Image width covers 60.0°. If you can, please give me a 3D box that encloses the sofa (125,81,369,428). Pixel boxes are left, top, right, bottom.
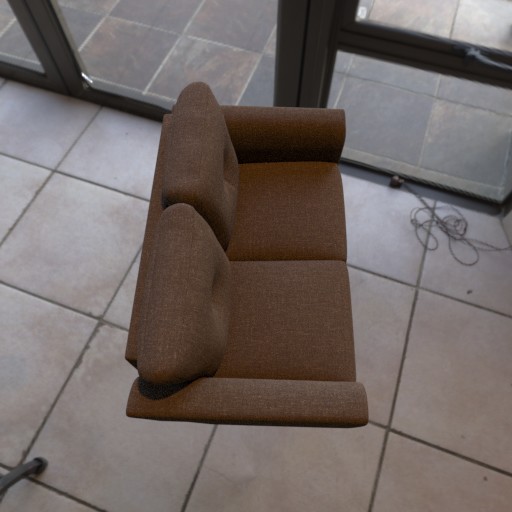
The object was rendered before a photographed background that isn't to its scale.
[{"bbox_3d":[0.000,0.000,1.969,0.851,0.885,1.423,2,64,1],"label":"sofa"}]
